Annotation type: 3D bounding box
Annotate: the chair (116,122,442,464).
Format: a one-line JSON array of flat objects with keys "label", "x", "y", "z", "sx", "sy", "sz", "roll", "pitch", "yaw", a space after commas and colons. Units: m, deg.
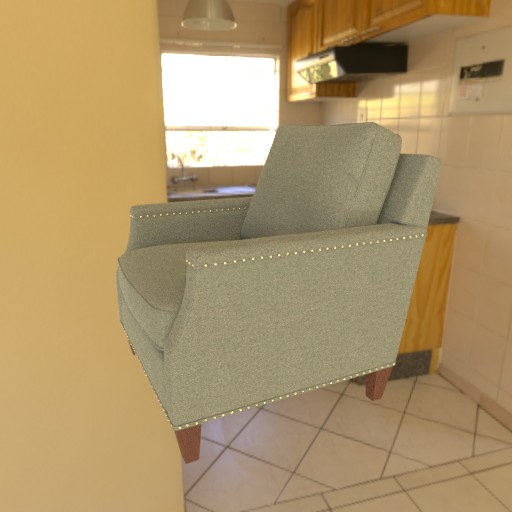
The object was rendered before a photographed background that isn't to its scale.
[{"label": "chair", "x": 0.000, "y": 0.000, "z": 1.789, "sx": 1.031, "sy": 1.031, "sz": 0.885, "roll": -8, "pitch": 18, "yaw": -25}]
